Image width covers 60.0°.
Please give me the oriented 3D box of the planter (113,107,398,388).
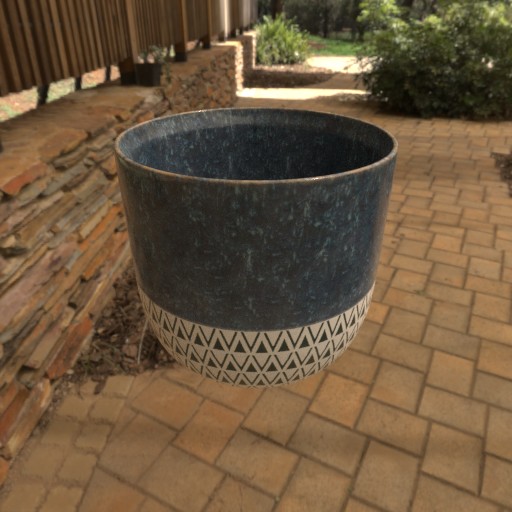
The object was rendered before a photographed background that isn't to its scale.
[{"bbox_3d":[0.000,0.000,0.494,0.266,0.270,0.266,0,29,0],"label":"planter"}]
